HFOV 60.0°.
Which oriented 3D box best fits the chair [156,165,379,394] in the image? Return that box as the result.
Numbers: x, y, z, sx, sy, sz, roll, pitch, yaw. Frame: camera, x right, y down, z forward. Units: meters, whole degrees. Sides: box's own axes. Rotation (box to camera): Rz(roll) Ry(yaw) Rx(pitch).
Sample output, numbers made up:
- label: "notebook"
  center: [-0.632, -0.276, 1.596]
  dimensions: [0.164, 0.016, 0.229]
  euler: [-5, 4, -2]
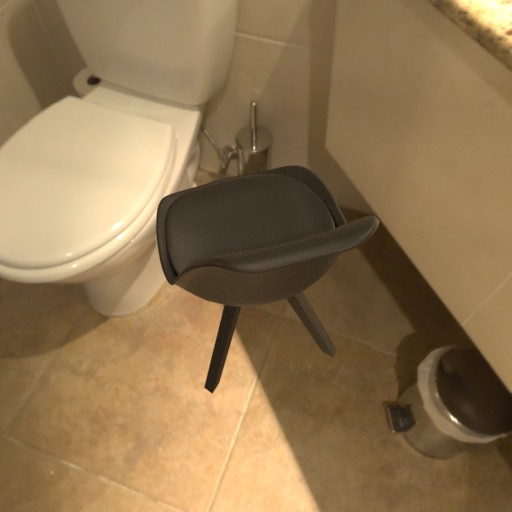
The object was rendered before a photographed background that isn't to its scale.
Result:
- label: "chair"
  center: [0.000, 0.000, 1.180]
  dimensions: [0.485, 0.850, 0.550]
  euler: [-14, 59, -9]
